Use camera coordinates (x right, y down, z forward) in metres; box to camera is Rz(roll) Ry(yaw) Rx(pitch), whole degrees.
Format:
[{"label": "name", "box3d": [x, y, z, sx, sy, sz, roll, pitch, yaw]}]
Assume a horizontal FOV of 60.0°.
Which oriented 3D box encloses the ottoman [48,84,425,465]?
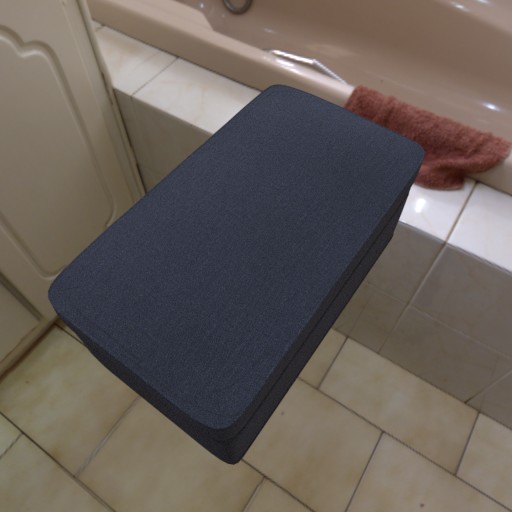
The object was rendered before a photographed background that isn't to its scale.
[{"label": "ottoman", "box3d": [0.000, 0.000, 1.192, 0.505, 0.453, 0.895, 31, 62, 19]}]
